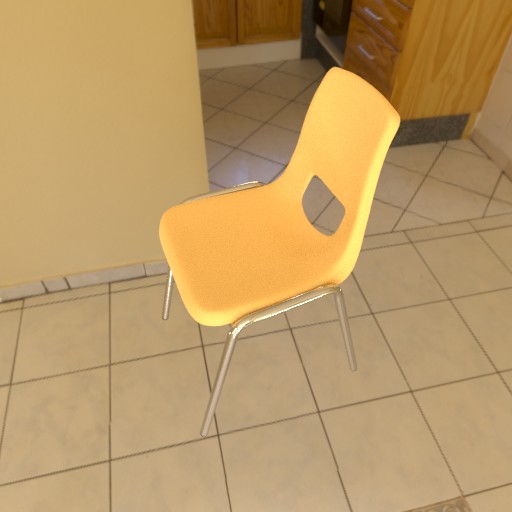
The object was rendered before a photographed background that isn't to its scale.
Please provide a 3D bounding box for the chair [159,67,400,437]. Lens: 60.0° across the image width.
[{"bbox_3d":[0.000,0.000,0.967,0.436,0.704,0.381,-17,49,-15],"label":"chair"}]
